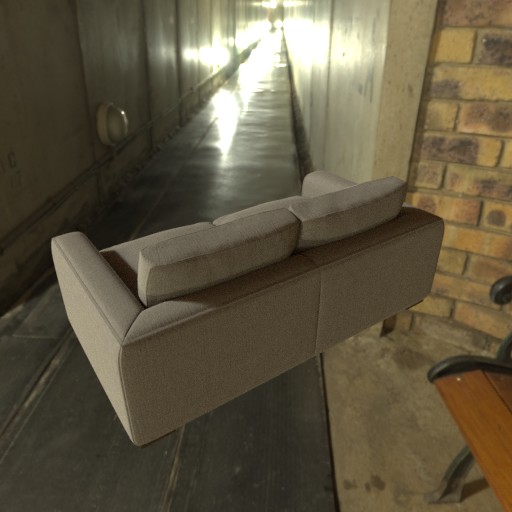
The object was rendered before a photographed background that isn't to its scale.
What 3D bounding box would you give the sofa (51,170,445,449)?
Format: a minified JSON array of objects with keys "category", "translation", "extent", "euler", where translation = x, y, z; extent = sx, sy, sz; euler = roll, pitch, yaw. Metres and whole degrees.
[{"category":"sofa","translation":[0.000,0.000,2.463],"extent":[1.920,0.800,1.069],"euler":[-19,35,-30]}]
